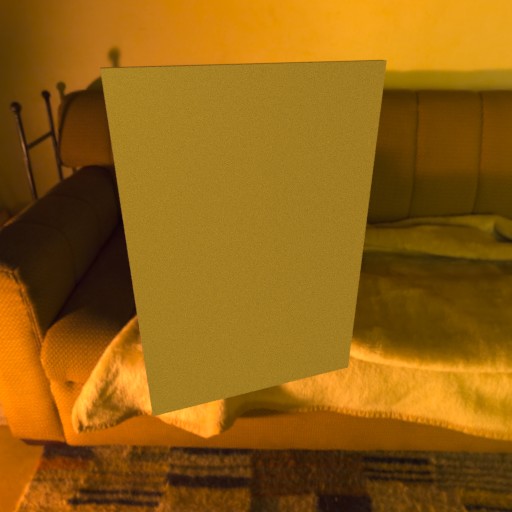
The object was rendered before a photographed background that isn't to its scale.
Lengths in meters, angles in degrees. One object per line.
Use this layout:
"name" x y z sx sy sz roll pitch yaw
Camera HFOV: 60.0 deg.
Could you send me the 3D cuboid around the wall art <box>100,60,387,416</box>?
"wall art" 0.000 0.000 0.594 0.325 0.474 0.010 -9 29 -17
